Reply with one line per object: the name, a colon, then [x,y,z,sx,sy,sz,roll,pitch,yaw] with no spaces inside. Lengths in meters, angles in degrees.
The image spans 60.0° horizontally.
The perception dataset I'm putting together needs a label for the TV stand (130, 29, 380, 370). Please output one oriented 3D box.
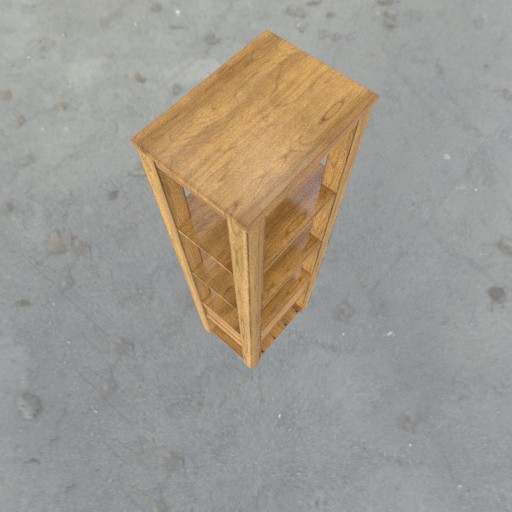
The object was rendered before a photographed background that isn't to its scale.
TV stand: [0.000,0.000,2.041,0.435,1.828,0.565,38,70,16]
